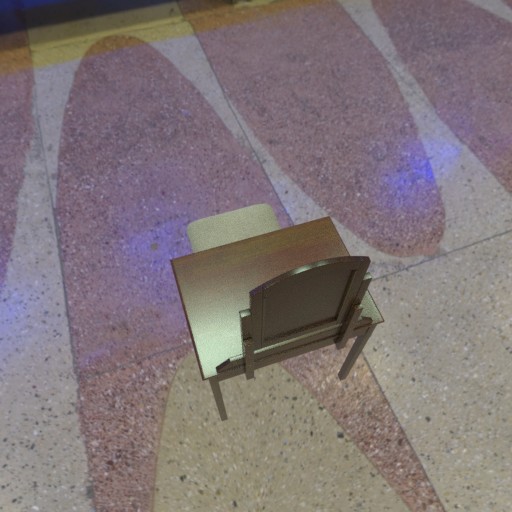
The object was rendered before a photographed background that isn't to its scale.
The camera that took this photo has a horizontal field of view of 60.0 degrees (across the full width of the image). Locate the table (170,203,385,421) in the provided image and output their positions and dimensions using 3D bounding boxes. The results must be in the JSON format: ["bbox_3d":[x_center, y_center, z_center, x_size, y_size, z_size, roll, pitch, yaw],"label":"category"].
[{"bbox_3d":[0.000,0.000,2.357,0.876,1.631,1.211,-16,59,-10],"label":"table"}]
